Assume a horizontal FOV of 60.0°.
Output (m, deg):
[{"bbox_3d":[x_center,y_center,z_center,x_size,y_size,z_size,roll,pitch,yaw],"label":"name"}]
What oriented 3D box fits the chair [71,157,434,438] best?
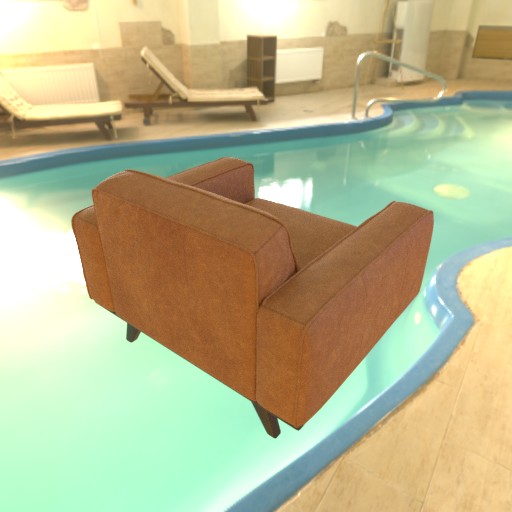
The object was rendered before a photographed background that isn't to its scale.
[{"bbox_3d":[0.000,0.000,1.807,1.118,0.782,0.952,22,37,32],"label":"chair"}]
